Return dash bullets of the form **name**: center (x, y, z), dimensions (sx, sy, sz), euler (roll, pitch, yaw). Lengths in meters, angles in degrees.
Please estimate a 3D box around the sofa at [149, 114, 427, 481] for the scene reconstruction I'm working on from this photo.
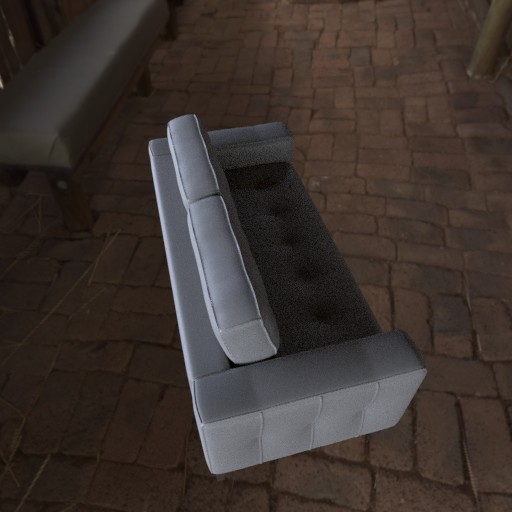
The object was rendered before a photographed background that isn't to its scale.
- **sofa**: center (0.000, 0.000, 2.160), dimensions (0.833, 0.892, 1.726), euler (-11, 48, -10)
